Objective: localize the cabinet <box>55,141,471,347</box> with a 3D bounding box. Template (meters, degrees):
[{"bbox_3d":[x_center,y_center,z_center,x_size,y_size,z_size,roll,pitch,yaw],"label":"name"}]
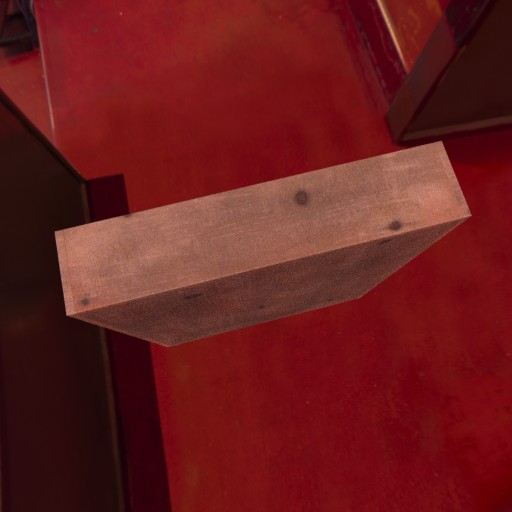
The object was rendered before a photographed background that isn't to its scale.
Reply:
[{"bbox_3d":[0.000,0.000,0.825,0.489,0.590,0.184,-14,75,-4],"label":"cabinet"}]
